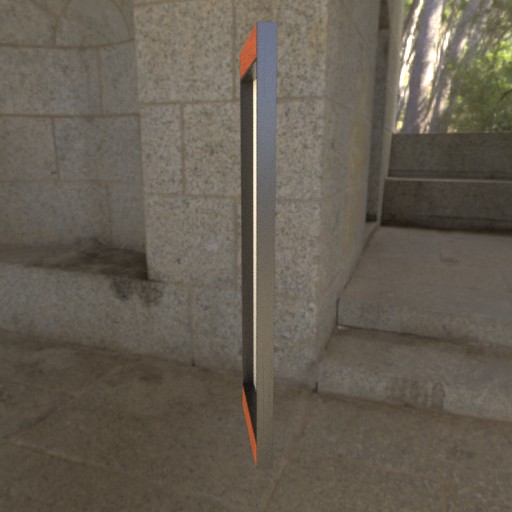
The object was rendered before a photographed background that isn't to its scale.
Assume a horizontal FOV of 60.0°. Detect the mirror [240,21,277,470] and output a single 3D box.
[{"bbox_3d":[0.000,0.000,1.253,0.047,1.123,0.343,-2,14,-8],"label":"mirror"}]
